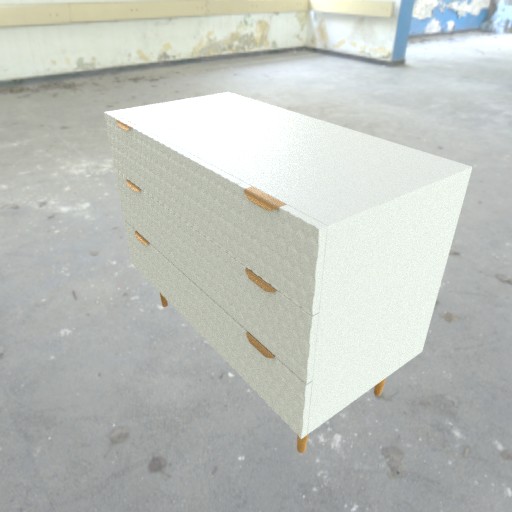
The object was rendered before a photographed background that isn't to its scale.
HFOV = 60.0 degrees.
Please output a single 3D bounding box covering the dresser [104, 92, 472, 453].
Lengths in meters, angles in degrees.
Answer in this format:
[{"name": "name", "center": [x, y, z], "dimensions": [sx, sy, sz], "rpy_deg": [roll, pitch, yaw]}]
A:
[{"name": "dresser", "center": [0.000, 0.000, 1.312], "dimensions": [0.457, 0.721, 0.905], "rpy_deg": [-22, 38, -31]}]
